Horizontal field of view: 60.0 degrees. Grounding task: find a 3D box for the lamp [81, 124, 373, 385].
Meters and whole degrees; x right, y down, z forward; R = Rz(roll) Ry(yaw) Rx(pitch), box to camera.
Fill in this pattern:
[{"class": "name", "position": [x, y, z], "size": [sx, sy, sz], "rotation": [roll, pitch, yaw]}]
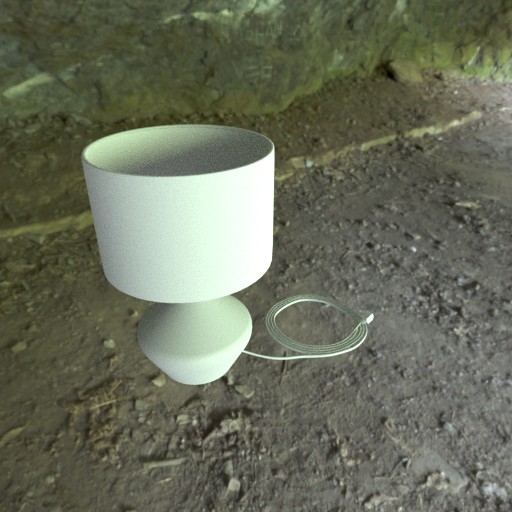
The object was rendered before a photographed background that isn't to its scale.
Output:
[{"class": "lamp", "position": [0.000, 0.000, 0.867], "size": [0.546, 0.457, 0.401], "rotation": [1, 29, 2]}]
